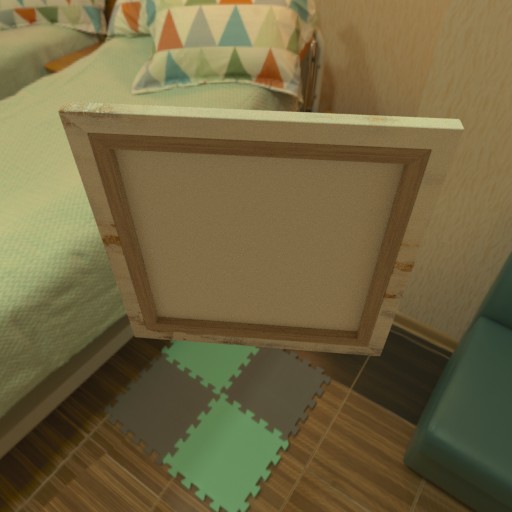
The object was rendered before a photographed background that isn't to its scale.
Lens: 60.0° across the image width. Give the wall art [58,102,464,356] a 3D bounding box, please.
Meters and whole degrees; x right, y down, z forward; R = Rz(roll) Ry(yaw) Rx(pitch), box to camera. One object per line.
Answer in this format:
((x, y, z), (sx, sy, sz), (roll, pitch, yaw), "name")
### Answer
((0.000, 0.000, 1.099), (0.753, 0.755, 0.038), (4, 46, 4), "wall art")
